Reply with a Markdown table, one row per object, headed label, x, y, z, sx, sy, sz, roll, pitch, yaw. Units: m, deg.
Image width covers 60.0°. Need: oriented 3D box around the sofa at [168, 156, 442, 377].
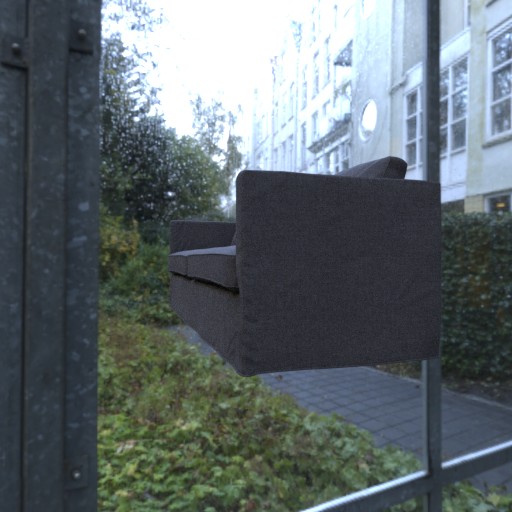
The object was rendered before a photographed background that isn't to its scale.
| label | x | y | z | sx | sy | sz | roll | pitch | yaw |
| --- | --- | --- | --- | --- | --- | --- | --- | --- | --- |
| sofa | 0.000 | 0.000 | 3.264 | 1.036 | 0.998 | 2.779 | 0 | 0 | -17 |
